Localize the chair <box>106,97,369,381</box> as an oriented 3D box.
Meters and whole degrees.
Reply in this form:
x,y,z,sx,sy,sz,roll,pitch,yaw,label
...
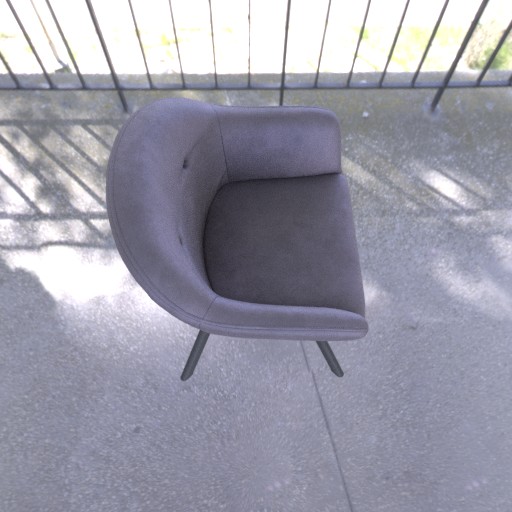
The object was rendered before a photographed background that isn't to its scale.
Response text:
x,y,z,sx,sy,sz,roll,pitch,yaw,label
0.000,0.000,1.150,0.544,0.781,0.567,-1,64,-1,chair
